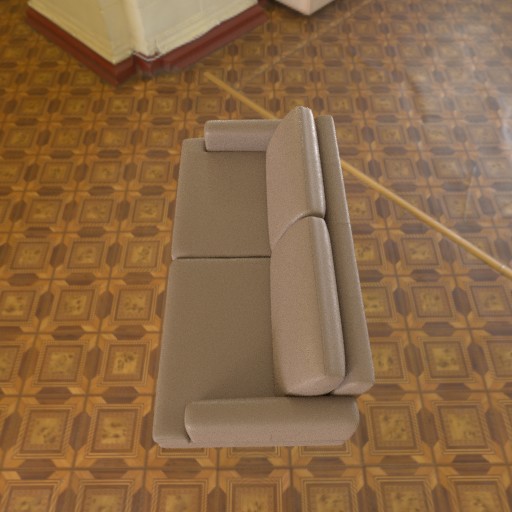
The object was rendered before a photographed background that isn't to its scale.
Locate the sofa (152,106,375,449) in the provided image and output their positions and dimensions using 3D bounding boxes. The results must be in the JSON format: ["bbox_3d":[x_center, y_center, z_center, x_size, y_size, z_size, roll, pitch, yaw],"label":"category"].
[{"bbox_3d":[0.000,0.000,2.488,0.974,0.765,1.940,-1,58,0],"label":"sofa"}]
